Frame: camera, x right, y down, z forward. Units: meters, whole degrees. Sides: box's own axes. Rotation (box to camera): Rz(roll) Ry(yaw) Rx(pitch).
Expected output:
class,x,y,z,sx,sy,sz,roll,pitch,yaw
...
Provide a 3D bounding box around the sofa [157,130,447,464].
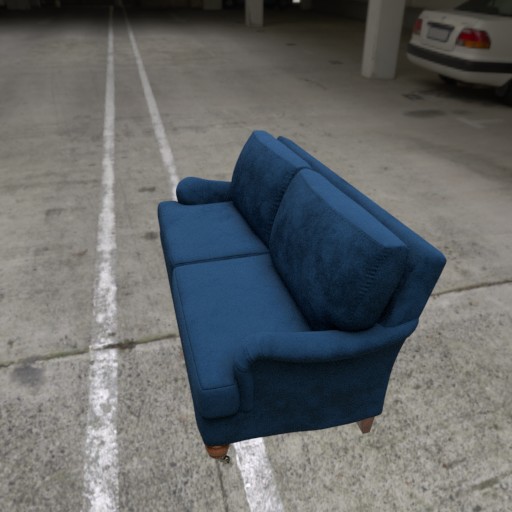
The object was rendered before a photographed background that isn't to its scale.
class,x,y,z,sx,sy,sz,roll,pitch,yaw
sofa,0.000,0.000,2.770,1.084,1.101,2.141,-8,30,-14
